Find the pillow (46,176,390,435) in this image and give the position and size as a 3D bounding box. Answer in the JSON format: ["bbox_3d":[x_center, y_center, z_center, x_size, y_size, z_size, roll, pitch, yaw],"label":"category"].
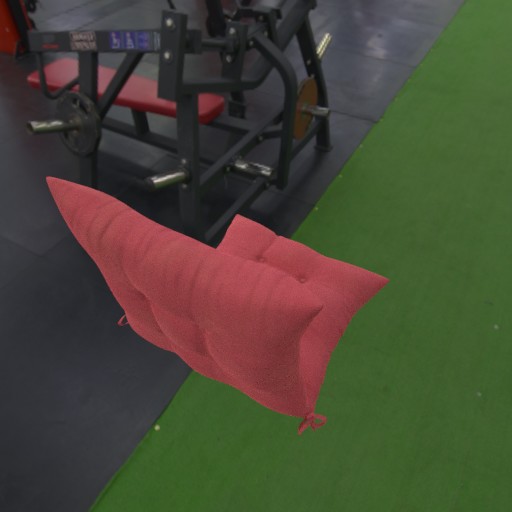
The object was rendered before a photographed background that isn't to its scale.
[{"bbox_3d":[0.000,0.000,0.972,0.541,0.536,0.585,24,51,21],"label":"pillow"}]
